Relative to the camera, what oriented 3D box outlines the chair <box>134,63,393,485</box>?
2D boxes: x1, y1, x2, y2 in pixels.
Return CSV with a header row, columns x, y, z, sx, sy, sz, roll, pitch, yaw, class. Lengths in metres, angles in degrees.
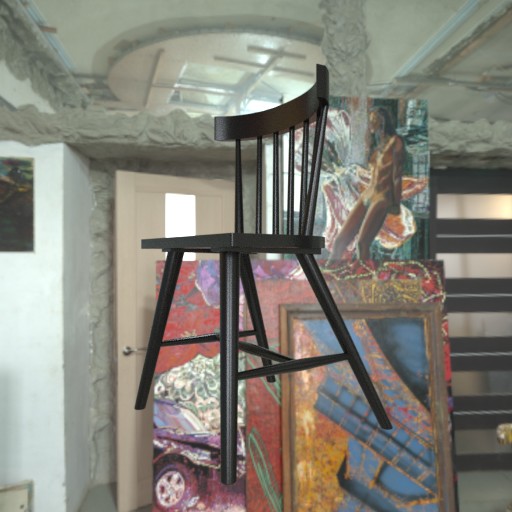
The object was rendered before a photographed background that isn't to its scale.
x,y,z,sx,sy,sz,roll,pitch,yaw,class
0.000,0.000,1.156,0.483,0.844,0.506,0,0,-35,chair
